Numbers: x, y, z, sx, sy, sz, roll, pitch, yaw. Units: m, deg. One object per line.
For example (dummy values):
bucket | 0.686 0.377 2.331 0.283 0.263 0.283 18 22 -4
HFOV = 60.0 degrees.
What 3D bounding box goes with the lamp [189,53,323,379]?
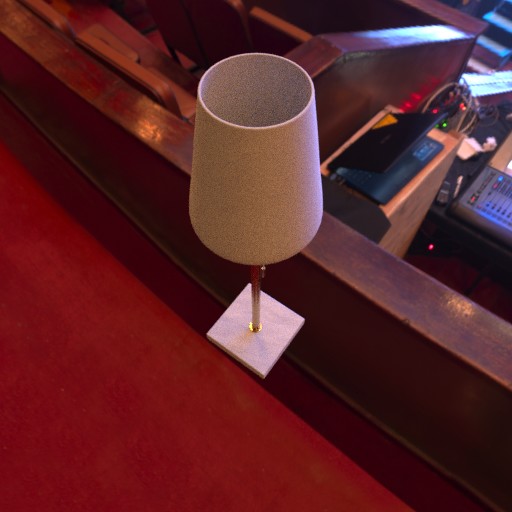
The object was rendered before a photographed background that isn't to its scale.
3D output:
lamp | 0.000 0.000 0.714 0.181 0.639 0.181 32 64 18
